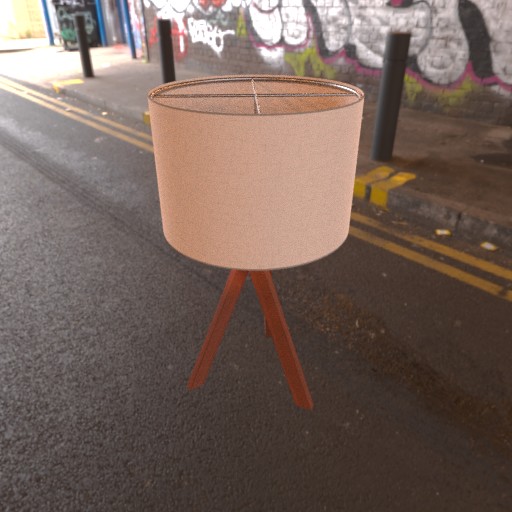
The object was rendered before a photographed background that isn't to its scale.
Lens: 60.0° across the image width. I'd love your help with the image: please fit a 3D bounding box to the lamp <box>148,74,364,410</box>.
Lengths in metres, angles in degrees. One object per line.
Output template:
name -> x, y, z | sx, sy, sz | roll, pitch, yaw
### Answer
lamp -> 0.000, 0.000, 0.965 | 0.380, 0.686, 0.380 | -1, 30, -2
